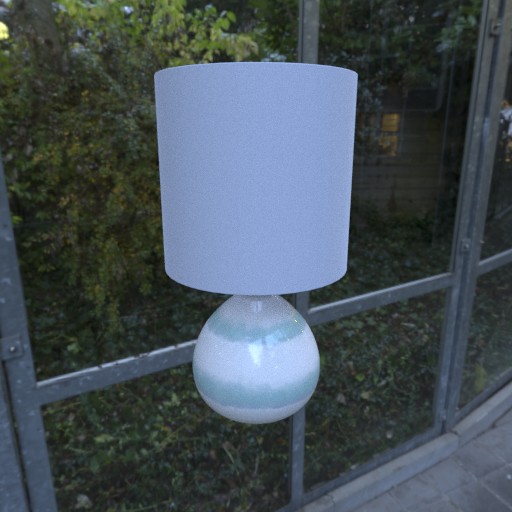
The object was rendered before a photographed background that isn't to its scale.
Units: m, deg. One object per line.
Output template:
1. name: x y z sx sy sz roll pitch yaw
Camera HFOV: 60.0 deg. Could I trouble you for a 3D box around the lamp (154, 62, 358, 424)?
1. lamp: 0.000 0.000 0.537 0.217 0.404 0.217 -3 16 -11
